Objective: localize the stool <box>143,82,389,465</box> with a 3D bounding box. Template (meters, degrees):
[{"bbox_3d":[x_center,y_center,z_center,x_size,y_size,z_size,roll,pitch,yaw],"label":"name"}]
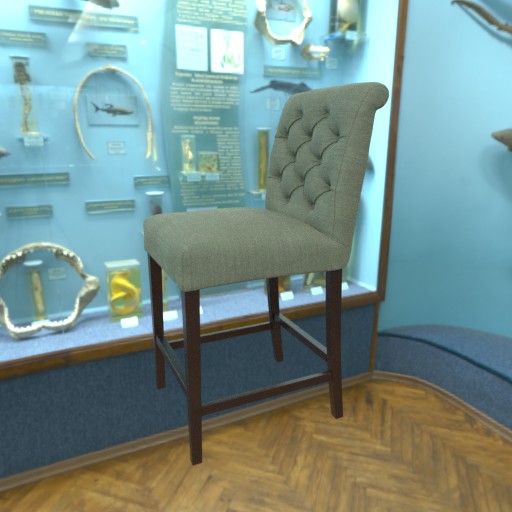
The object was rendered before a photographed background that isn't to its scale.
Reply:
[{"bbox_3d":[0.000,0.000,1.481,0.660,1.084,0.486,-7,17,-24],"label":"stool"}]
